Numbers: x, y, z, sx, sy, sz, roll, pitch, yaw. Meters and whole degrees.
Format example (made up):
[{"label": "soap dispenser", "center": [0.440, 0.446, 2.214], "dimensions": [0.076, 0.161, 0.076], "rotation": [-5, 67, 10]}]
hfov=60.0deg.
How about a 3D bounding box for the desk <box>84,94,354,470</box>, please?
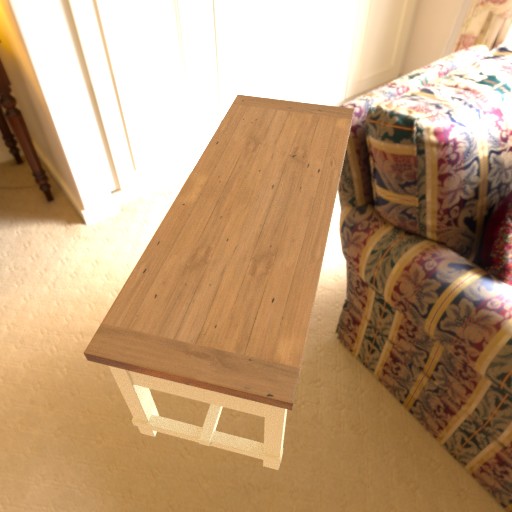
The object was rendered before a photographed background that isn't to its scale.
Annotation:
[{"label": "desk", "center": [0.000, 0.000, 2.249], "dimensions": [0.688, 0.762, 1.803], "rotation": [11, 48, 10]}]
